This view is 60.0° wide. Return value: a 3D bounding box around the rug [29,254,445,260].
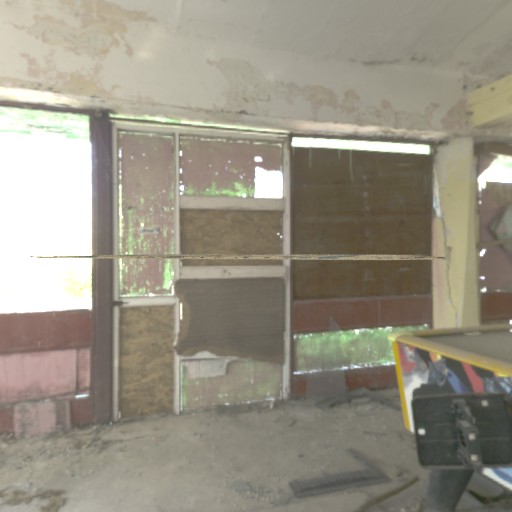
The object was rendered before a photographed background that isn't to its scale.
[{"bbox_3d":[0.000,0.000,4.379,3.228,0.024,2.443,0,1,17],"label":"rug"}]
